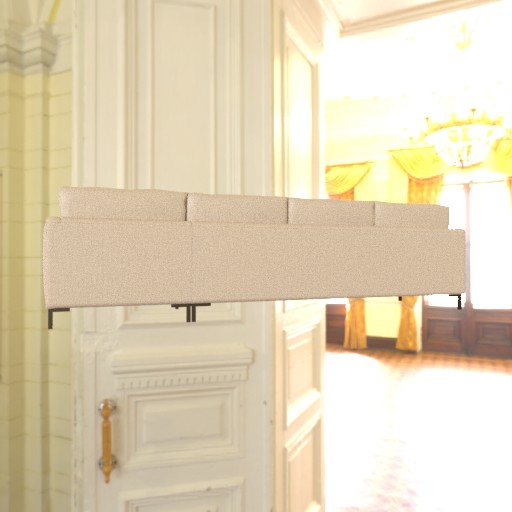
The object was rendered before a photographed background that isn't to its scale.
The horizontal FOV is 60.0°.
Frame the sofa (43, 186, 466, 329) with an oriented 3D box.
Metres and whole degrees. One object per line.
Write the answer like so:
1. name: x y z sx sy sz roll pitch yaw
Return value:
1. sofa: 0.000 0.000 3.239 2.731 0.755 1.258 0 0 -19
